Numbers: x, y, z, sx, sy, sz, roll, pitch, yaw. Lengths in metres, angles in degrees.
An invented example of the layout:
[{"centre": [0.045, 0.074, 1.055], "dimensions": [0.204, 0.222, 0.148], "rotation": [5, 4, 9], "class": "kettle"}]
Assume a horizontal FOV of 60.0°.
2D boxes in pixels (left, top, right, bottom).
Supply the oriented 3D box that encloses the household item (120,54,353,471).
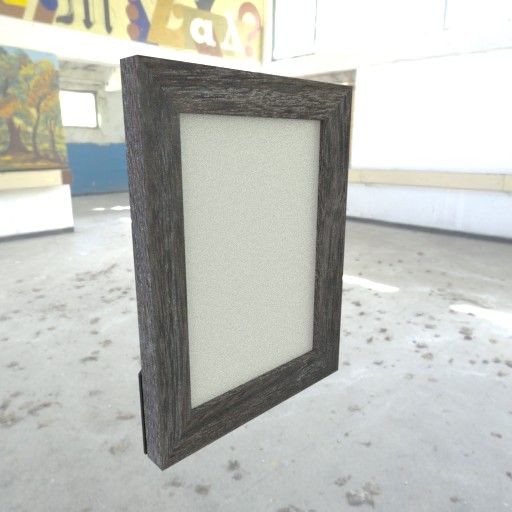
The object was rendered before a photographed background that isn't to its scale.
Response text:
[{"centre": [0.000, 0.000, 0.276], "dimensions": [0.160, 0.210, 0.020], "rotation": [-13, 19, -42], "class": "household item"}]
